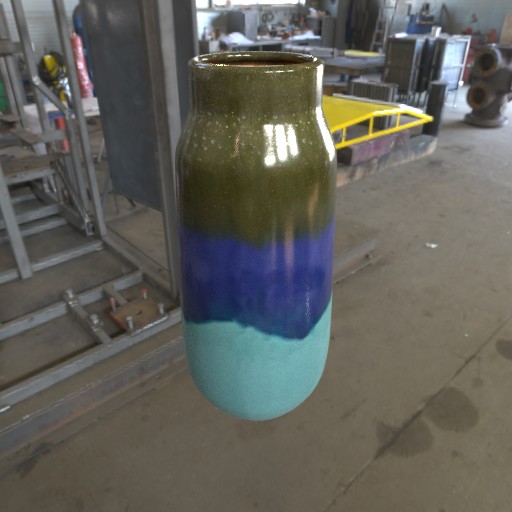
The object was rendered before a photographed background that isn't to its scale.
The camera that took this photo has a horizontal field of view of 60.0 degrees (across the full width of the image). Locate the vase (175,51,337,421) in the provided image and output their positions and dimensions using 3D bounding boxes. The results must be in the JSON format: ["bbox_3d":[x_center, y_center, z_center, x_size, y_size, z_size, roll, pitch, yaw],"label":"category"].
[{"bbox_3d":[0.000,0.000,0.381,0.139,0.313,0.139,0,30,0],"label":"vase"}]
